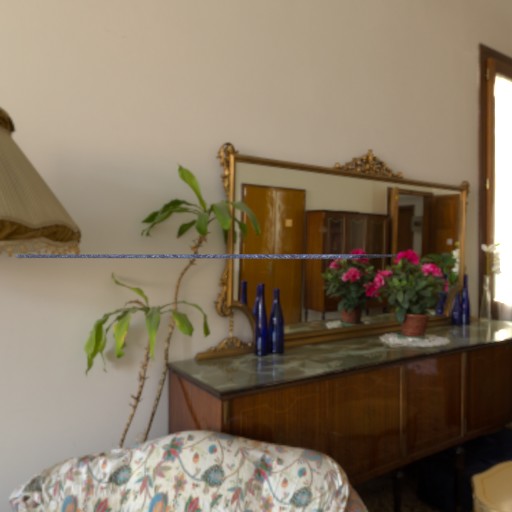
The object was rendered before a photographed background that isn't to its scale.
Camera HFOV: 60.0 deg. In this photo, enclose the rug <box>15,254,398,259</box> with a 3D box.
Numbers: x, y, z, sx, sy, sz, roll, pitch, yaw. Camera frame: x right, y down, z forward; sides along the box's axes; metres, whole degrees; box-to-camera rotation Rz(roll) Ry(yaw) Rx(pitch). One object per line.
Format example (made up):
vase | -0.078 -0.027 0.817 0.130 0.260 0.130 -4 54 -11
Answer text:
rug | 0.000 0.000 4.169 2.385 0.024 3.245 0 0 21
